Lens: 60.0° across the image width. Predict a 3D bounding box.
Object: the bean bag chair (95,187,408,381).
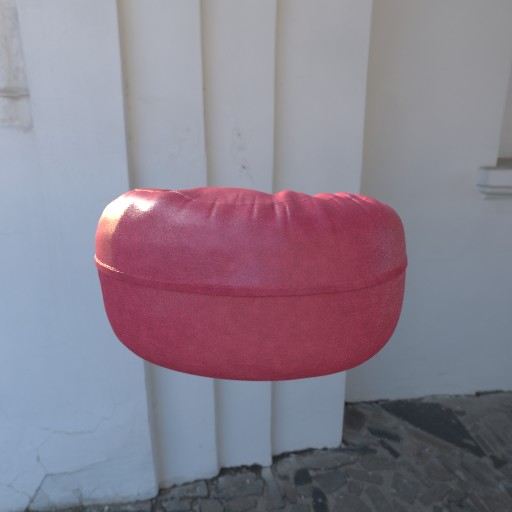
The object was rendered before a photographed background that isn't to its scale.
[{"bbox_3d":[0.000,0.000,2.428,1.524,0.878,1.524,2,17,7],"label":"bean bag chair"}]
